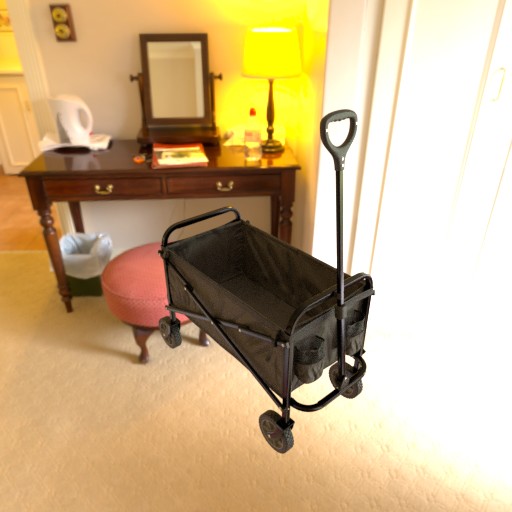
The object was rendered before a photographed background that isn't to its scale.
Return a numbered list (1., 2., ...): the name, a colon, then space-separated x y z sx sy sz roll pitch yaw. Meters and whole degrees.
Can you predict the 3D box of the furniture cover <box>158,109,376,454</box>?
1. furniture cover: 0.000 0.000 1.849 0.532 1.295 1.038 -23 37 -34
